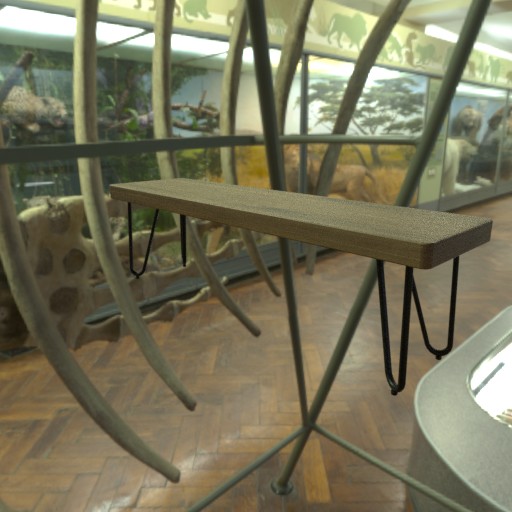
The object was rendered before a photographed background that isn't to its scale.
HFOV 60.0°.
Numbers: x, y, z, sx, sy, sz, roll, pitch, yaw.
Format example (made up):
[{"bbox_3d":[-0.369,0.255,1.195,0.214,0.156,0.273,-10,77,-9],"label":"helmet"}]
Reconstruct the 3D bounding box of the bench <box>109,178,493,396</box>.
[{"bbox_3d":[0.000,0.000,1.753,0.425,0.462,1.570,-15,22,-42],"label":"bench"}]
